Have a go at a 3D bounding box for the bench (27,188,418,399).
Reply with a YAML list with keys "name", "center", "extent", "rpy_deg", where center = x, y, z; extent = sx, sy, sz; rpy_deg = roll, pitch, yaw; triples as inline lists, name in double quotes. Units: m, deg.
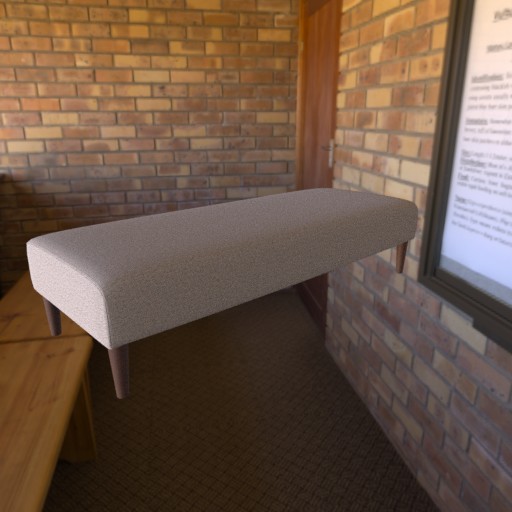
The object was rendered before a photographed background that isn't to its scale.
- name: "bench"
  center: [0.000, 0.000, 1.857]
  extent: [1.598, 0.383, 0.631]
  rpy_deg: [-16, 24, -41]
